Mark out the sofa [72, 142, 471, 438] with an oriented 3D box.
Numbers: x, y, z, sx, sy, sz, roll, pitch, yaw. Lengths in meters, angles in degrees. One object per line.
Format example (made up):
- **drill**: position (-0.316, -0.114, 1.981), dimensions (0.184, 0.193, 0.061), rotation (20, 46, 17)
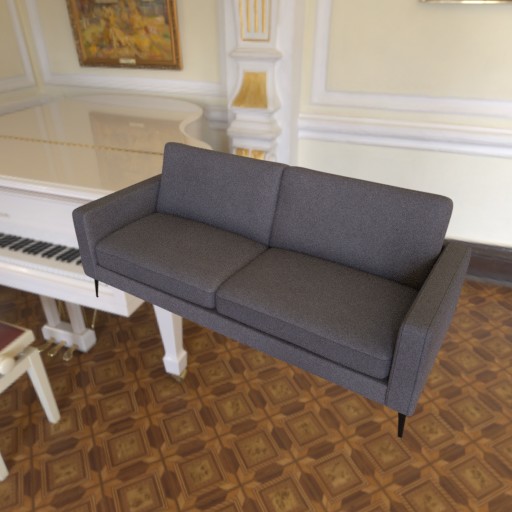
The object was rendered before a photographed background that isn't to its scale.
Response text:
- **sofa**: position (0.000, 0.000, 2.320), dimensions (1.925, 0.828, 0.774), rotation (18, 34, 28)
